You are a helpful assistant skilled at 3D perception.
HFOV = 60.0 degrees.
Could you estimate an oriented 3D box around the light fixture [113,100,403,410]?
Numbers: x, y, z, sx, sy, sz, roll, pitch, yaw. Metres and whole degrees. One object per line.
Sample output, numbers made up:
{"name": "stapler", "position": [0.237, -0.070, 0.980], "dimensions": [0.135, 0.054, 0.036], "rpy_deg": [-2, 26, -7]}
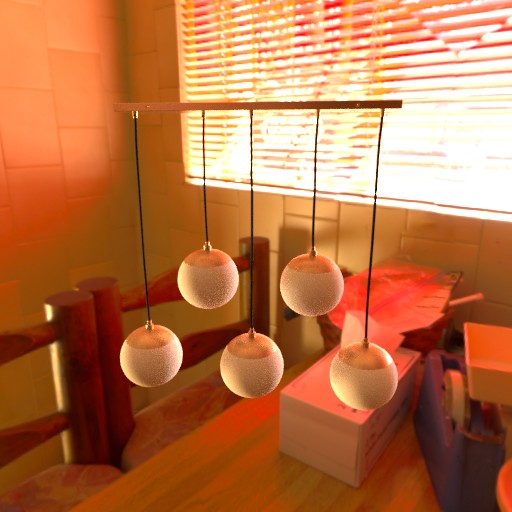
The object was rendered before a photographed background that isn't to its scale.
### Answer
{"name": "light fixture", "position": [0.000, 0.000, 1.334], "dimensions": [0.863, 0.869, 0.299], "rpy_deg": [3, 16, 10]}
